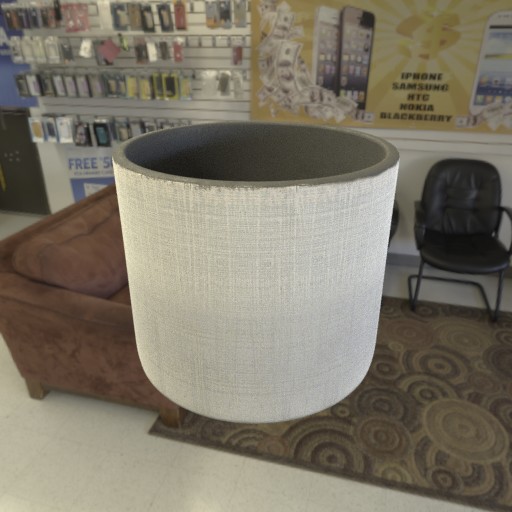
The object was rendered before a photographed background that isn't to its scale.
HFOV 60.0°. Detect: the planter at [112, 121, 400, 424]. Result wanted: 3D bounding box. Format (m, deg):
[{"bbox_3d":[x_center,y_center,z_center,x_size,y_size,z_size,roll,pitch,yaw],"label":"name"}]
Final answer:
[{"bbox_3d":[0.000,0.000,0.399,0.226,0.201,0.226,0,26,0],"label":"planter"}]
